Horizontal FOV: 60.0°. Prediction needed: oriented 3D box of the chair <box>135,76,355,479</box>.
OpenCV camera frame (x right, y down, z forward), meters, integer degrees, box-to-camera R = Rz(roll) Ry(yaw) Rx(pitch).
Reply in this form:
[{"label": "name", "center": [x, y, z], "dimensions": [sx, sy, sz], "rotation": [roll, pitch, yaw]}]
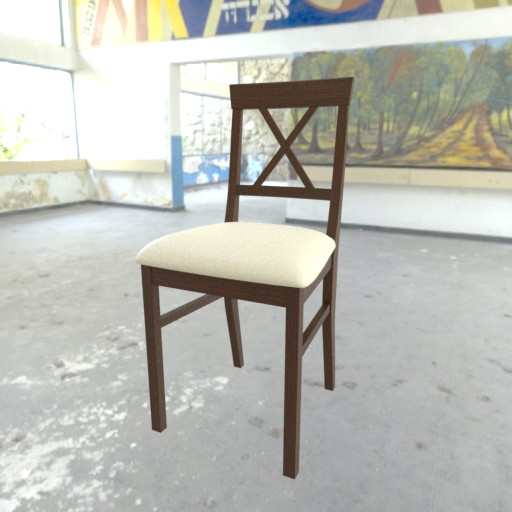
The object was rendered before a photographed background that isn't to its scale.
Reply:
[{"label": "chair", "center": [0.000, 0.000, 1.167], "dimensions": [0.440, 0.913, 0.480], "rotation": [7, 16, 25]}]
